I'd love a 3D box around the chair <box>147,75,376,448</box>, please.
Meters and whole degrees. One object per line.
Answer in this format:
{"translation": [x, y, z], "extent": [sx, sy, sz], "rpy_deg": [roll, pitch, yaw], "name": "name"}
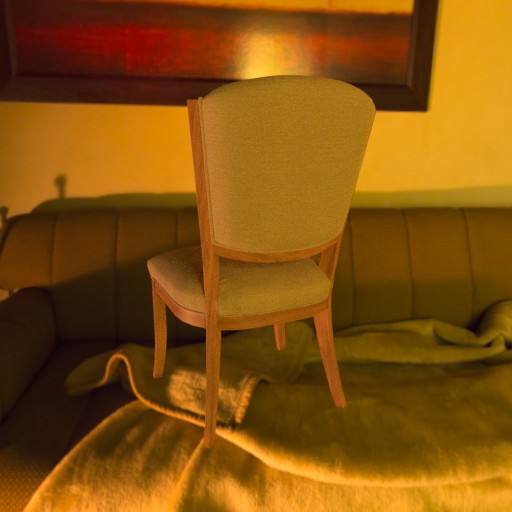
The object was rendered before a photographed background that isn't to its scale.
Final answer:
{"translation": [0.000, 0.000, 1.284], "extent": [0.513, 0.905, 0.584], "rpy_deg": [-6, 14, -25], "name": "chair"}
